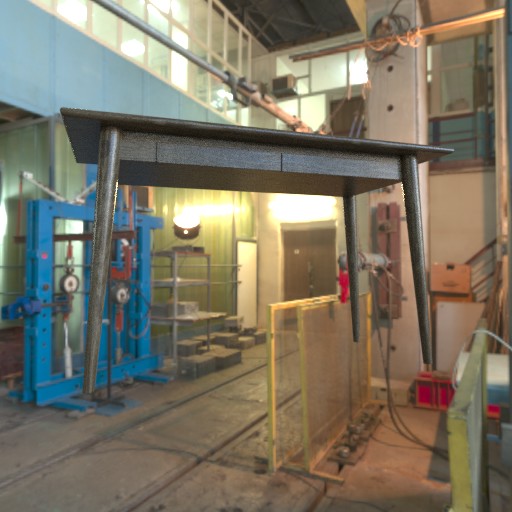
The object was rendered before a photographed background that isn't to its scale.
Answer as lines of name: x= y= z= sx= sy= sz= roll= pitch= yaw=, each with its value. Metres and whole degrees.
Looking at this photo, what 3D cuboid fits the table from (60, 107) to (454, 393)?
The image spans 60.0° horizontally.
table: x=0.000 y=0.000 z=1.662 sx=1.300 sy=0.780 sz=0.599 roll=0 pitch=-1 yaw=-18
